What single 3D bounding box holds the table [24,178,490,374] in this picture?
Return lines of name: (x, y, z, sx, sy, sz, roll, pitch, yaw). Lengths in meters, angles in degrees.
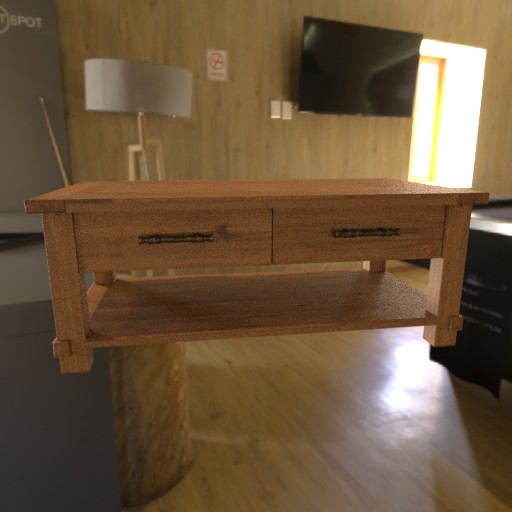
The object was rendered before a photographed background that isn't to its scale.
table: (0.000, 0.000, 1.575, 1.270, 0.494, 0.693, -2, 14, -9)
